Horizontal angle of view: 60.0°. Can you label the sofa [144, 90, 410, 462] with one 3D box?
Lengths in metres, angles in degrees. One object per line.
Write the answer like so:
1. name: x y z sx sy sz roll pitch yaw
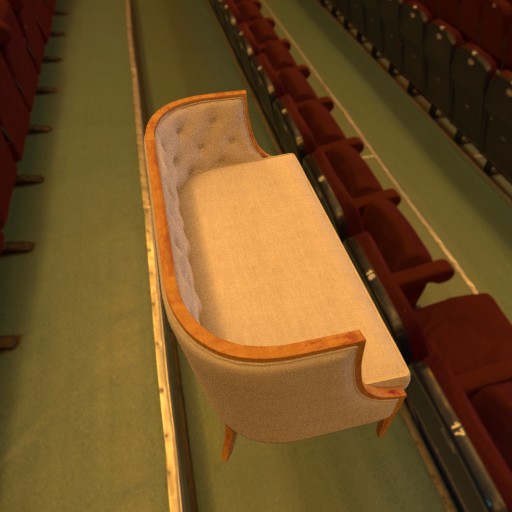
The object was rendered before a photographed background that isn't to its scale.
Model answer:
1. sofa: 0.000 0.000 1.900 0.770 0.775 1.474 -10 47 -9
